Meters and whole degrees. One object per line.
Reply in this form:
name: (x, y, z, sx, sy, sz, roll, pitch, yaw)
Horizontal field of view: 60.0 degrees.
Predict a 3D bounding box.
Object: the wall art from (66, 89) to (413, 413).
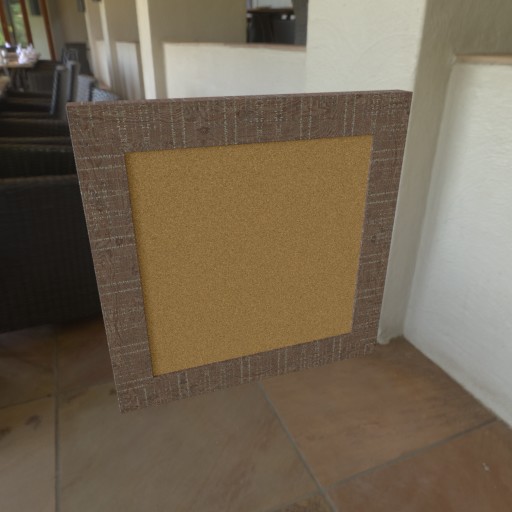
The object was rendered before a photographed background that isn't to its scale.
wall art: (0.000, 0.000, 0.780, 0.531, 0.531, 0.040, -9, 27, -17)
